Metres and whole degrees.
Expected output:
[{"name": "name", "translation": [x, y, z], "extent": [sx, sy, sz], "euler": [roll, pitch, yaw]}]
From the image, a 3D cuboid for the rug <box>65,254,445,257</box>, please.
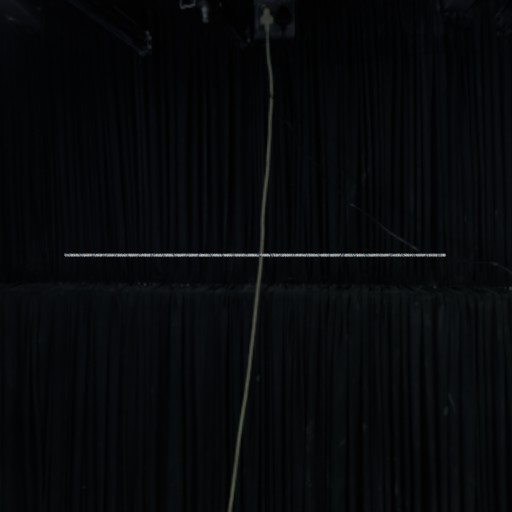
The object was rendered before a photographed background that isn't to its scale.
[{"name": "rug", "translation": [0.000, 0.000, 2.331], "extent": [1.220, 0.008, 1.824], "euler": [0, 0, 0]}]
